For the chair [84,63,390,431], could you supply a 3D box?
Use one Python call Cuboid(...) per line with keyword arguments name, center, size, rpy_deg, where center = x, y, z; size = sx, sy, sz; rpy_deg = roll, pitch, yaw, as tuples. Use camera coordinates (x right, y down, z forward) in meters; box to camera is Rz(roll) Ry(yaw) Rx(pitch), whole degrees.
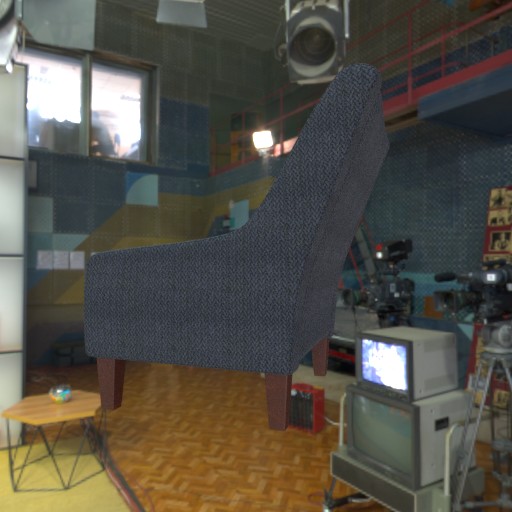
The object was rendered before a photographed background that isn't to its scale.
Cuboid(name="chair", center=(0.000, 0.000, 1.661), size=(0.944, 1.012, 0.793), rpy_deg=(0, -1, 19))
